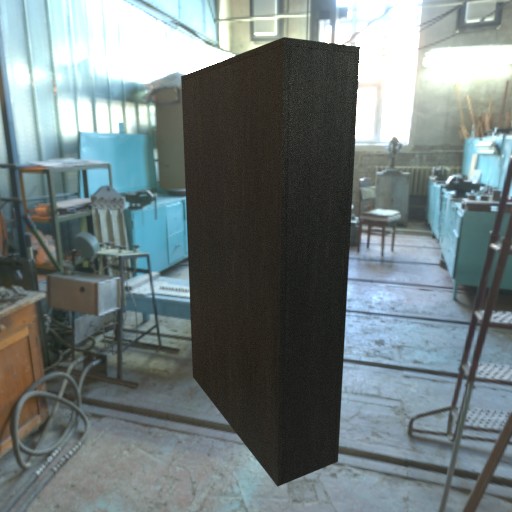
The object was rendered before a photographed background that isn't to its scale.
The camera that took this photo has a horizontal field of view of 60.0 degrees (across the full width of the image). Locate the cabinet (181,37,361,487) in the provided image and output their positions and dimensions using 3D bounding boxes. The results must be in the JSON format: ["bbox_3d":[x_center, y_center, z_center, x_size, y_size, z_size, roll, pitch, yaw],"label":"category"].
[{"bbox_3d":[0.000,0.000,1.593,0.250,1.280,0.750,-8,16,-27],"label":"cabinet"}]
